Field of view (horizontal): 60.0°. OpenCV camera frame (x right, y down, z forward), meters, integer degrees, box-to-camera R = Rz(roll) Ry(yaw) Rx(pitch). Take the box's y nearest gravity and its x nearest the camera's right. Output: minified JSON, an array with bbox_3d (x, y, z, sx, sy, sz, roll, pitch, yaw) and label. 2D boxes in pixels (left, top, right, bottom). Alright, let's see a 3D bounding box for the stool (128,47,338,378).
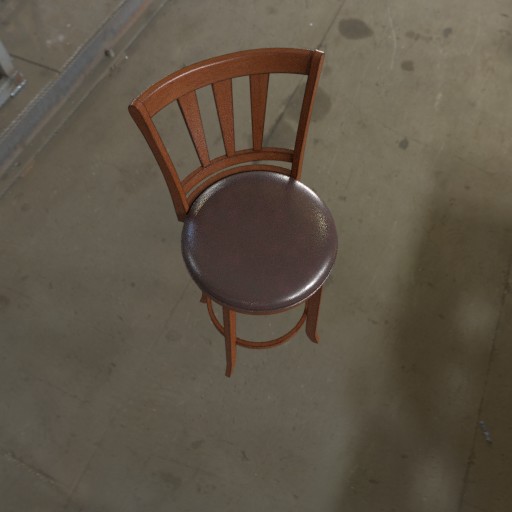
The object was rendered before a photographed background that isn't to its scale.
[{"bbox_3d":[0.000,0.000,1.434,0.464,1.177,0.503,-19,65,-9],"label":"stool"}]
